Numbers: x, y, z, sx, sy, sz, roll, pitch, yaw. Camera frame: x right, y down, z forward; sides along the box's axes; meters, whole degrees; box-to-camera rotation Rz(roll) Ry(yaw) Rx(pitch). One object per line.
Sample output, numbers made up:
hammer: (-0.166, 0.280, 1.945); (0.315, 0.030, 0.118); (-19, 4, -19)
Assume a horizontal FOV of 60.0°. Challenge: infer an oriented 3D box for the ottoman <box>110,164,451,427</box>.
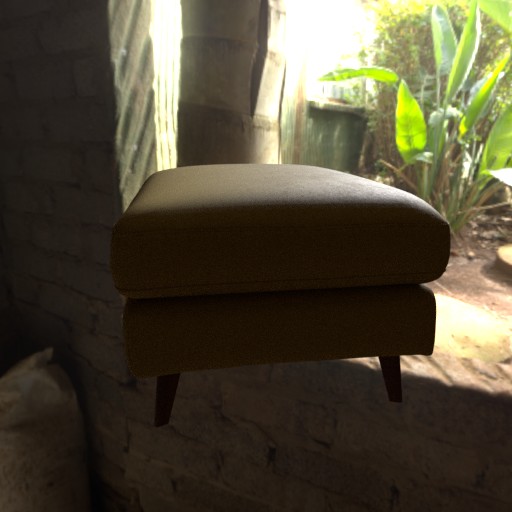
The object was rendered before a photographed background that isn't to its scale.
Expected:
ottoman: (0.000, 0.000, 1.143); (0.608, 0.449, 0.811); (-3, 16, -9)
